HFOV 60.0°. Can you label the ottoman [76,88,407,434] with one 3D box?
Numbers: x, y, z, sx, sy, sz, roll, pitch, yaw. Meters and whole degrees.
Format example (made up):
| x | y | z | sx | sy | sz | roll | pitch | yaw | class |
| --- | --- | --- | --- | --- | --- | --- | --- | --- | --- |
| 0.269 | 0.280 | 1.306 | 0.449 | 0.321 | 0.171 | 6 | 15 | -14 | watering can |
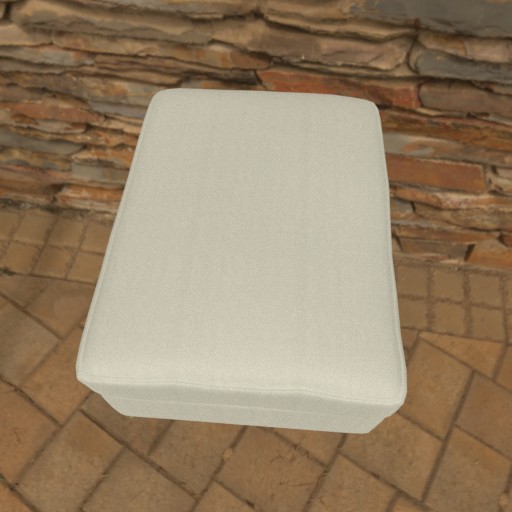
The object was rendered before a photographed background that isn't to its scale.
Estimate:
| x | y | z | sx | sy | sz | roll | pitch | yaw | class |
| --- | --- | --- | --- | --- | --- | --- | --- | --- | --- |
| 0.000 | 0.000 | 1.167 | 0.634 | 0.496 | 0.818 | 4 | 59 | 2 | ottoman |
